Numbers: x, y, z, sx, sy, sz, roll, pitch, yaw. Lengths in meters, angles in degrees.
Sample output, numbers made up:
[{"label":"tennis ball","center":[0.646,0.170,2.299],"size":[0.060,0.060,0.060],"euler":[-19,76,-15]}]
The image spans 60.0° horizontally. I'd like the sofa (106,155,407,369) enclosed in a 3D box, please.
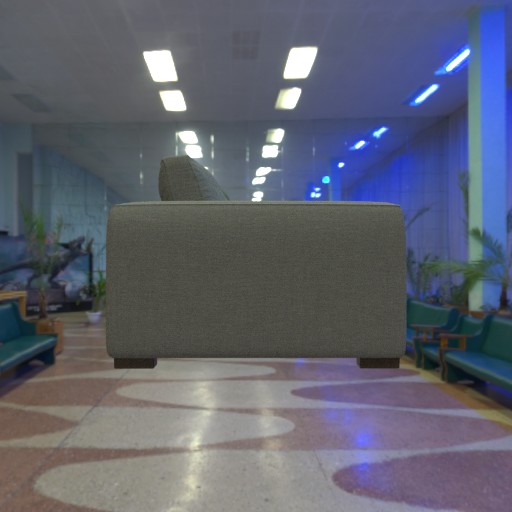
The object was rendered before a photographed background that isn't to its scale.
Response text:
[{"label":"sofa","center":[0.000,0.000,2.468],"size":[1.069,0.800,1.920],"euler":[0,0,0]}]
